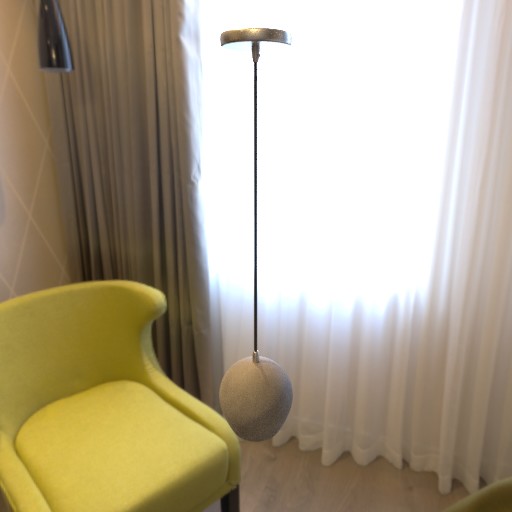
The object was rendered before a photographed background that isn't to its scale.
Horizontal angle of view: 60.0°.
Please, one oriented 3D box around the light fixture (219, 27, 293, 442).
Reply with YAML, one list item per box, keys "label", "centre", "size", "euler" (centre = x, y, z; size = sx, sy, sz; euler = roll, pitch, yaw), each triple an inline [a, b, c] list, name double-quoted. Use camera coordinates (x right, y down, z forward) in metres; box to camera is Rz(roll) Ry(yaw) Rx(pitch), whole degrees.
- label: "light fixture"
  centre: [0.000, 0.000, 0.838]
  size: [0.153, 0.760, 0.153]
  euler: [-3, 17, -10]
